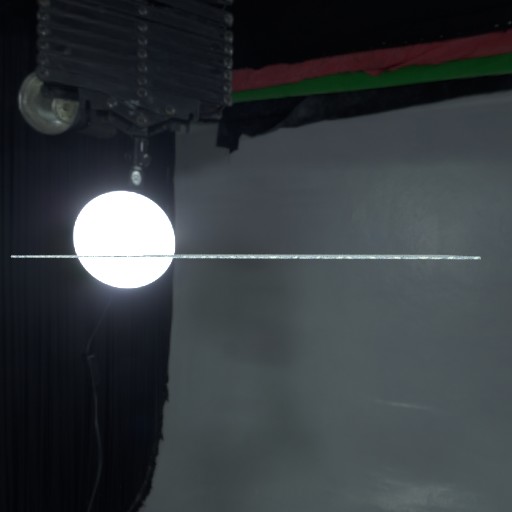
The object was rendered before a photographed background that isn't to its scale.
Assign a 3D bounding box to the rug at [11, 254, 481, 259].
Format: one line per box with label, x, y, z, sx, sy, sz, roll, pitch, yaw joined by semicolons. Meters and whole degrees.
rug;0.000;0.000;2.215;1.824;0.008;1.220;0;0;17
